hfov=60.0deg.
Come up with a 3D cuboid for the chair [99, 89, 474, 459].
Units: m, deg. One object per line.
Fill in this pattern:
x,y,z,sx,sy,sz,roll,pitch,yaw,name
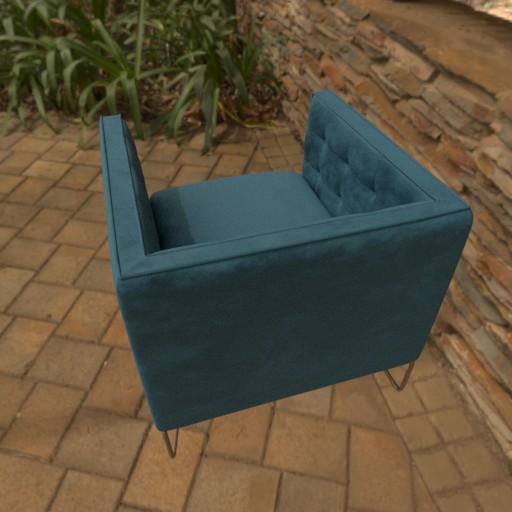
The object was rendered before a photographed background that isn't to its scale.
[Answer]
0.000,0.000,1.535,0.880,0.790,0.894,-11,42,-13,chair
